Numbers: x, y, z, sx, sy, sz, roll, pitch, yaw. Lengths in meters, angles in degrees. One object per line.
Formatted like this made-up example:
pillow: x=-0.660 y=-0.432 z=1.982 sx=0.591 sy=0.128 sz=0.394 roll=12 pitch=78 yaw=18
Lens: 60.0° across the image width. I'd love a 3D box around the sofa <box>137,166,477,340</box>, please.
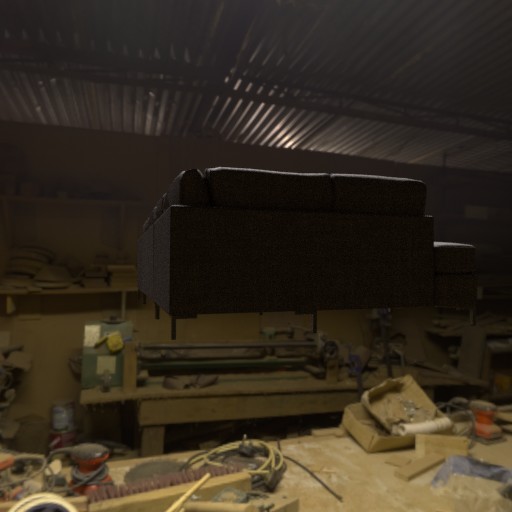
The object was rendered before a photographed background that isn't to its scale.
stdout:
sofa: x=0.000 y=0.000 z=4.281 sx=2.048 sy=0.999 sz=3.423 roll=0 pitch=-1 yaw=-18
